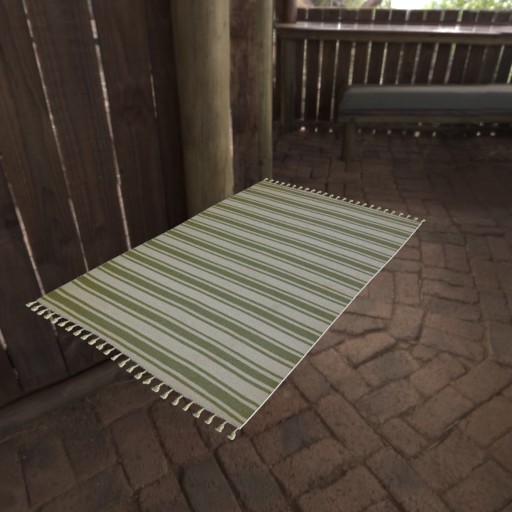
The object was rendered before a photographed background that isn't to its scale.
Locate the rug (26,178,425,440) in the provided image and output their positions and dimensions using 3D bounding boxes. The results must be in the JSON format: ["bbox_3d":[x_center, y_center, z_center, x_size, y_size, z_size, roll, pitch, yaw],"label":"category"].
[{"bbox_3d":[0.000,0.000,2.301,1.162,0.013,1.875,21,37,30],"label":"rug"}]
